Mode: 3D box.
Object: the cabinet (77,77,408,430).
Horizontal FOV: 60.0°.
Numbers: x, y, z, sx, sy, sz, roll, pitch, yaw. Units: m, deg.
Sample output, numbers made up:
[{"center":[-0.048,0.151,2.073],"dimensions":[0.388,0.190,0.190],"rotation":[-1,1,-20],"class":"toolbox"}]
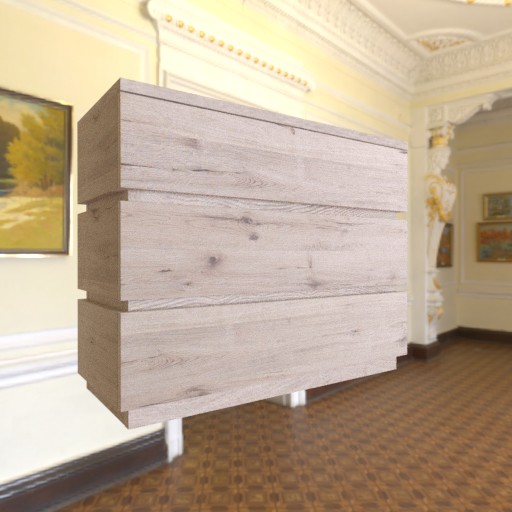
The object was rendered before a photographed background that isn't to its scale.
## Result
[{"center":[0.000,0.000,1.481],"dimensions":[1.040,0.820,0.420],"rotation":[0,0,-34],"class":"cabinet"}]
